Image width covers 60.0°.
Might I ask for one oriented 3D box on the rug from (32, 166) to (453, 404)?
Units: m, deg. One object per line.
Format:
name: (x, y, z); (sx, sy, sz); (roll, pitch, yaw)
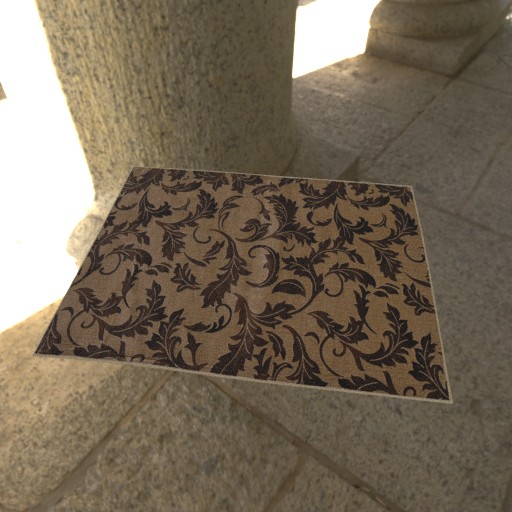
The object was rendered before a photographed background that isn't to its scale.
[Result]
rug: (0.000, 0.000, 3.887); (2.977, 0.008, 2.380); (5, 47, 5)
